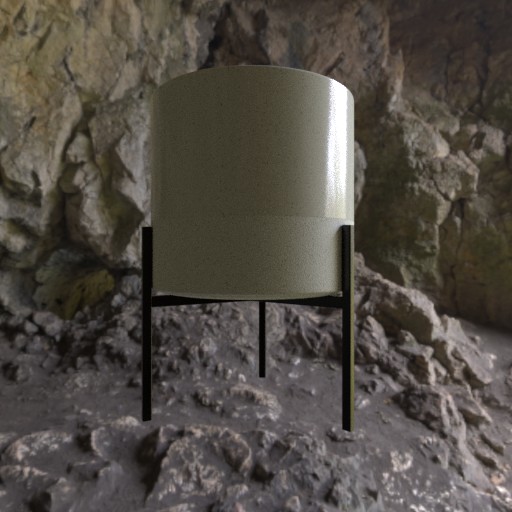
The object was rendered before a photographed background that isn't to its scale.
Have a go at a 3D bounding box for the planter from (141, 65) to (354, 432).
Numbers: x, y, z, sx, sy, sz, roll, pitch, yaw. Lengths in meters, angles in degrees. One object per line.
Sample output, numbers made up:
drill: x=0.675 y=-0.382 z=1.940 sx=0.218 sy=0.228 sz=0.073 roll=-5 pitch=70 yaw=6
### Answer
planter: x=0.000 y=0.000 z=0.339 sx=0.159 sy=0.230 sz=0.152 roll=0 pitch=0 yaw=37
